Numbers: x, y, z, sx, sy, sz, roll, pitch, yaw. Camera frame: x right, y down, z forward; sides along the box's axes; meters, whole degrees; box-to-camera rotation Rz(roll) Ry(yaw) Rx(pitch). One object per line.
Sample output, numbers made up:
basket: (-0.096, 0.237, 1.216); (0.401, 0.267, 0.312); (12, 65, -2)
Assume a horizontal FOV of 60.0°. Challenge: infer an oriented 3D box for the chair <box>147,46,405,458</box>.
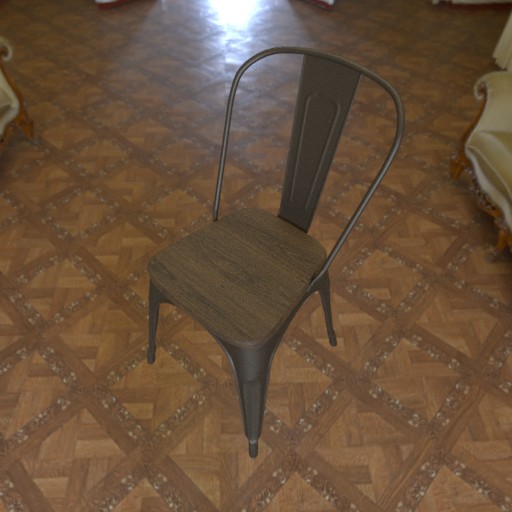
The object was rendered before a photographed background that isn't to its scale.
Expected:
chair: (0.000, 0.000, 1.120); (0.451, 0.844, 0.532); (32, 54, 27)
